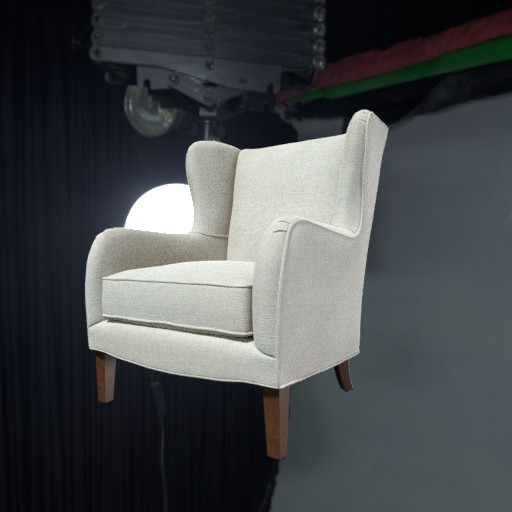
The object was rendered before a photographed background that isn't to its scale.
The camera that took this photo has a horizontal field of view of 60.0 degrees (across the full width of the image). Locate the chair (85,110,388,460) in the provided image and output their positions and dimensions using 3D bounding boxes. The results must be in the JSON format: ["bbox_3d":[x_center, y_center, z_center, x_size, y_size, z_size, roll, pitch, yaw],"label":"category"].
[{"bbox_3d":[0.000,0.000,1.690,0.838,1.040,0.966,0,1,36],"label":"chair"}]
